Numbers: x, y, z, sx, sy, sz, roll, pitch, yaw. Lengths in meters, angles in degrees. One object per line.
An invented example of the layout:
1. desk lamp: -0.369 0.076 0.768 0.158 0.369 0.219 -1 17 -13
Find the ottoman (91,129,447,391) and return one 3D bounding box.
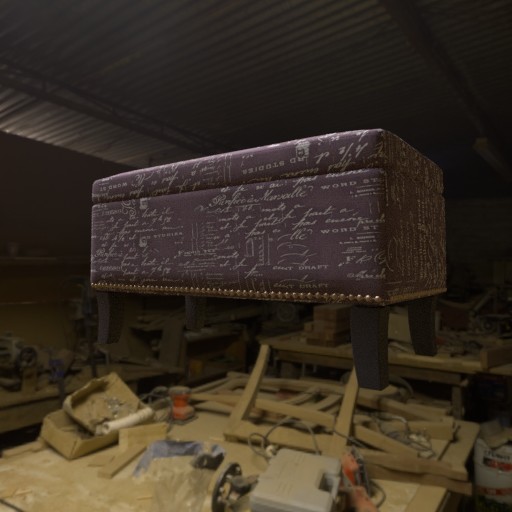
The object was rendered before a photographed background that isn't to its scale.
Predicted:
1. ottoman: 0.000 0.000 1.101 0.813 0.457 0.406 -1 -1 36
